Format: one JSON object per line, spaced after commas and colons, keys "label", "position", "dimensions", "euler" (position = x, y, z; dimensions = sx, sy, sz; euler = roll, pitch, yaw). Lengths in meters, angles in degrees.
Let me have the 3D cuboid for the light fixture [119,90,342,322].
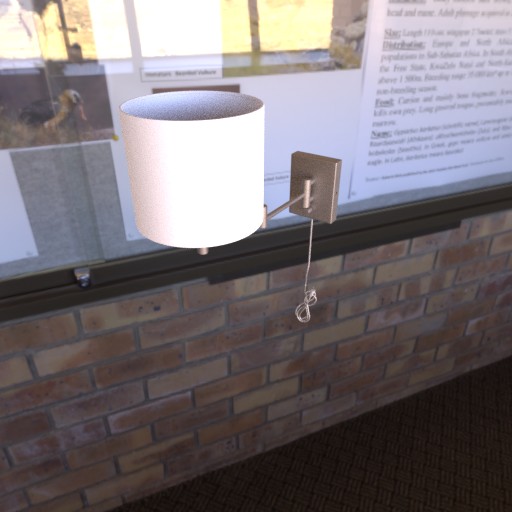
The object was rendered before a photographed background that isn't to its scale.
{"label": "light fixture", "position": [0.000, 0.000, 0.904], "dimensions": [0.203, 0.651, 0.516], "euler": [19, 36, 30]}
